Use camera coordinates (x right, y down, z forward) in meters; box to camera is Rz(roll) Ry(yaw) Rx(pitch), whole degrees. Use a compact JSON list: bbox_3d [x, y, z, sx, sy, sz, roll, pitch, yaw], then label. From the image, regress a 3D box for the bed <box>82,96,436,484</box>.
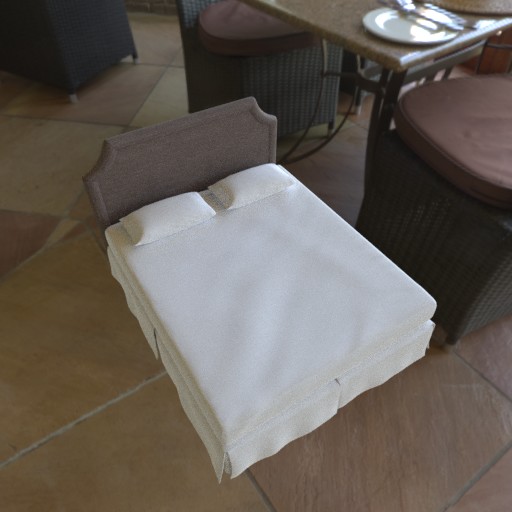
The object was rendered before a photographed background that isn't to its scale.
[{"bbox_3d":[0.000,0.000,4.155,2.350,1.590,2.773,-24,51,-22],"label":"bed"}]
